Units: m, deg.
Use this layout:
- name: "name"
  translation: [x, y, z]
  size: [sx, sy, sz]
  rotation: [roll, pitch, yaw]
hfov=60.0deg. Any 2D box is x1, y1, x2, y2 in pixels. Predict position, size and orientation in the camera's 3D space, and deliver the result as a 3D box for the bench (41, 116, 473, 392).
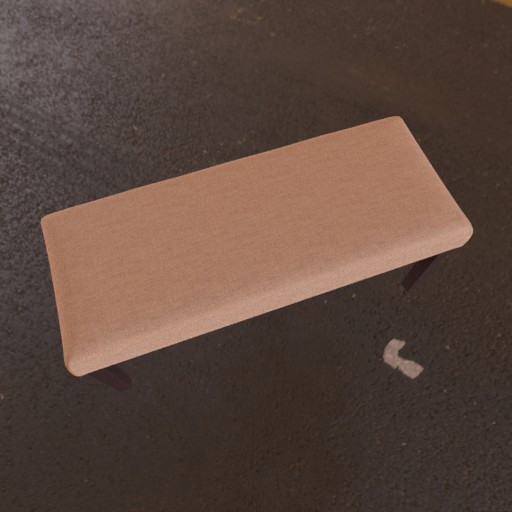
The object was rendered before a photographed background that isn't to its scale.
- name: "bench"
  translation: [0.000, 0.000, 1.262]
  size: [1.013, 0.456, 0.407]
  rotation: [-18, 65, -8]
